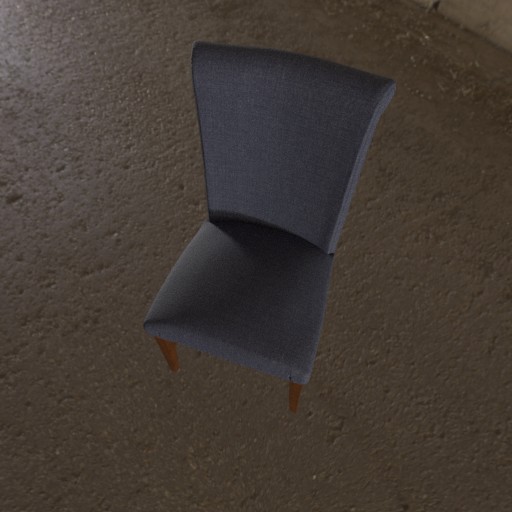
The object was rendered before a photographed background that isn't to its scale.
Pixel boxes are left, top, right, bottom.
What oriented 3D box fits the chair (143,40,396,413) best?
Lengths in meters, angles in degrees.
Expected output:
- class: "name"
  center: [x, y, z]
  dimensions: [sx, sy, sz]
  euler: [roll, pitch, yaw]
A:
- class: "chair"
  center: [0.000, 0.000, 1.335]
  dimensions: [0.513, 0.988, 0.608]
  euler: [16, 59, 10]
